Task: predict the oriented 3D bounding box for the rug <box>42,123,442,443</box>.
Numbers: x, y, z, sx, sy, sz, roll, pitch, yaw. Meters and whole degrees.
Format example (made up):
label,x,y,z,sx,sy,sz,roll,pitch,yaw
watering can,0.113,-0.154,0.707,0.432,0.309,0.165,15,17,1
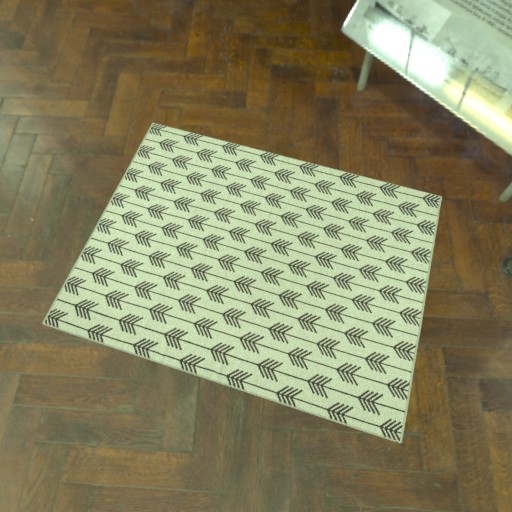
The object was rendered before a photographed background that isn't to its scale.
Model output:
label,x,y,z,sx,sy,sz,roll,pitch,yaw
rug,0.000,0.000,4.031,3.061,0.010,2.330,16,65,8
